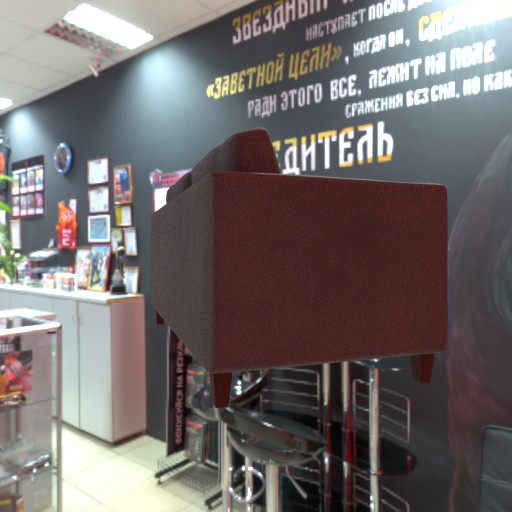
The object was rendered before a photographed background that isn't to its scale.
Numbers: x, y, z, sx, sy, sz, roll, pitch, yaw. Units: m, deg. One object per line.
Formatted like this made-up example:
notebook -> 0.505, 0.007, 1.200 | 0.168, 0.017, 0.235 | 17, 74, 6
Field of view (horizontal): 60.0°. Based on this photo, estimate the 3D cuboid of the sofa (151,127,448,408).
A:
sofa -> 0.000, 0.000, 2.388 | 0.950, 0.963, 1.884 | 0, 1, -19
